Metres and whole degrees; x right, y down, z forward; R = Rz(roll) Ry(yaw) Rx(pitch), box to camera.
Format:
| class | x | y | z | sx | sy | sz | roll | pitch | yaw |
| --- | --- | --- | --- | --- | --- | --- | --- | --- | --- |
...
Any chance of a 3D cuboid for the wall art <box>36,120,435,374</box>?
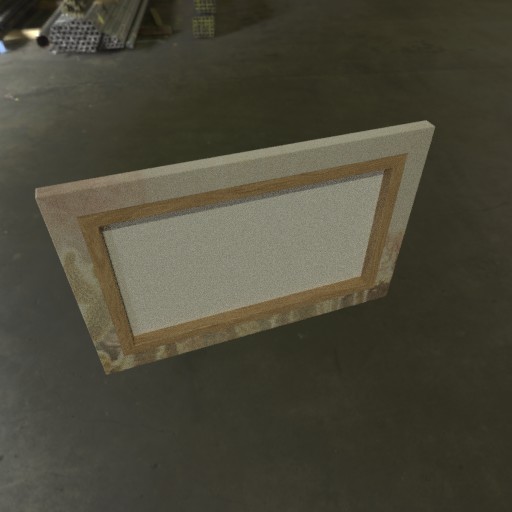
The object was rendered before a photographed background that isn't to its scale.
| class | x | y | z | sx | sy | sz | roll | pitch | yaw |
| --- | --- | --- | --- | --- | --- | --- | --- | --- | --- |
| wall art | 0.000 | 0.000 | 1.185 | 0.916 | 0.608 | 0.040 | -13 | 44 | -14 |
